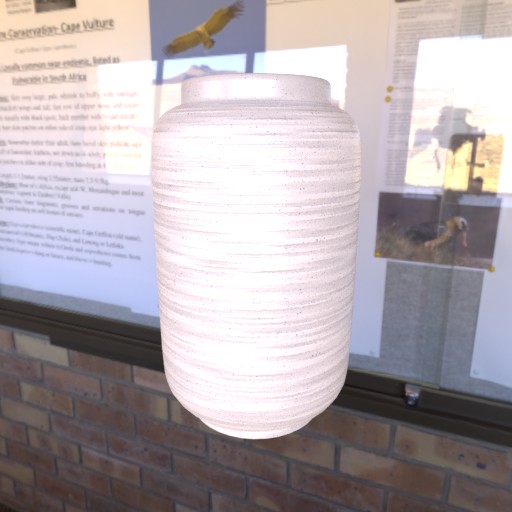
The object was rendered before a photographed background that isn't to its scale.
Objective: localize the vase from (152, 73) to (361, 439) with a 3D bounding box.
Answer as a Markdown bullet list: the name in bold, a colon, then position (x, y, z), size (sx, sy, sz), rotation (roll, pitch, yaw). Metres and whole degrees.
- **vase**: position (0.000, 0.000, 0.458), size (0.202, 0.335, 0.202), rotation (0, 15, 0)
